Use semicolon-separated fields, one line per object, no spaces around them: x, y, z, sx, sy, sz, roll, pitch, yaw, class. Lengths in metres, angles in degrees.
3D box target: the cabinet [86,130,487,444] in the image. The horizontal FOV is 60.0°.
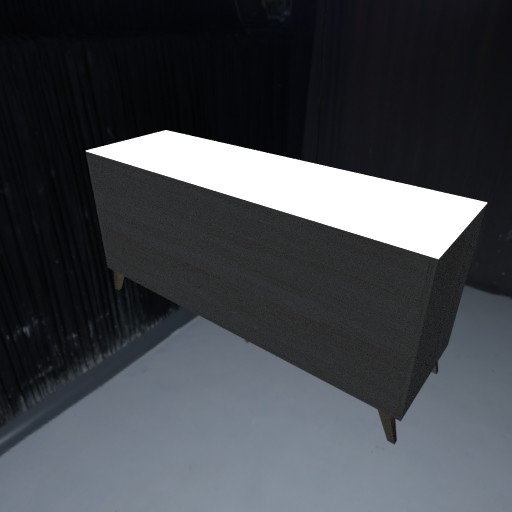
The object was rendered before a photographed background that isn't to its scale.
0.000;0.000;2.003;1.649;0.780;0.500;21;36;33;cabinet
